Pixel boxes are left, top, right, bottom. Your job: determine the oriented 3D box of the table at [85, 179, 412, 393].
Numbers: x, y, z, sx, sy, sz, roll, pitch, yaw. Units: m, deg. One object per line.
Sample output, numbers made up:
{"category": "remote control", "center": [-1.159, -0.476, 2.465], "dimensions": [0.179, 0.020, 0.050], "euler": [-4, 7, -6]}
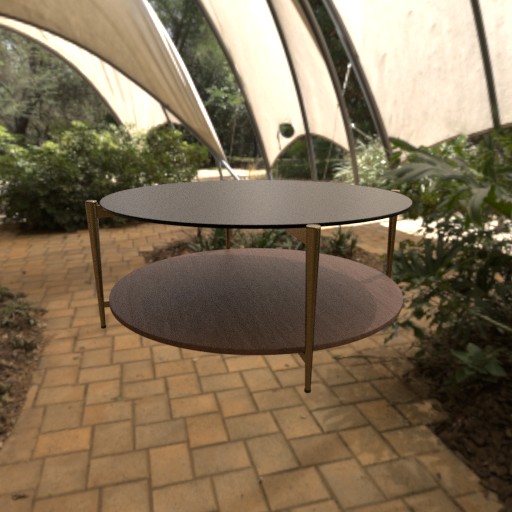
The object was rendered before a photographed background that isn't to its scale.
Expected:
{"category": "table", "center": [0.000, 0.000, 1.457], "dimensions": [0.938, 0.400, 0.938], "euler": [-15, 21, -42]}
